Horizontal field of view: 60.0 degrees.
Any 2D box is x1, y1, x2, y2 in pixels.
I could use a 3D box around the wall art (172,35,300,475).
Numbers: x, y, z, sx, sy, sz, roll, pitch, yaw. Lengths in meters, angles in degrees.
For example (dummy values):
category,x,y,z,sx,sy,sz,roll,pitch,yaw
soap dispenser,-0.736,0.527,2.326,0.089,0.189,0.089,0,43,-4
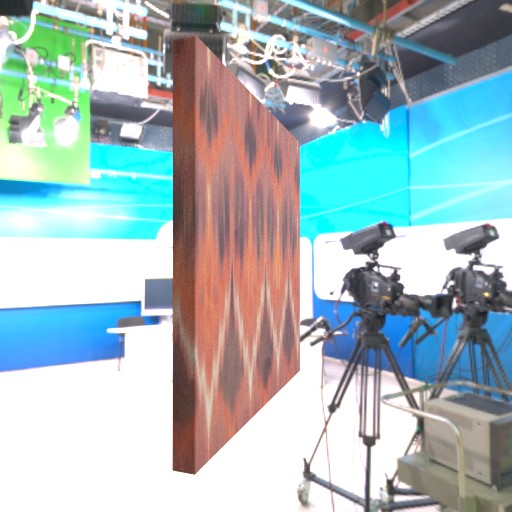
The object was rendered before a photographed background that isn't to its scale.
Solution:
category,x,y,z,sx,sy,sz,roll,pitch,yaw
wall art,0.000,0.000,0.901,0.037,0.609,0.603,0,0,19
